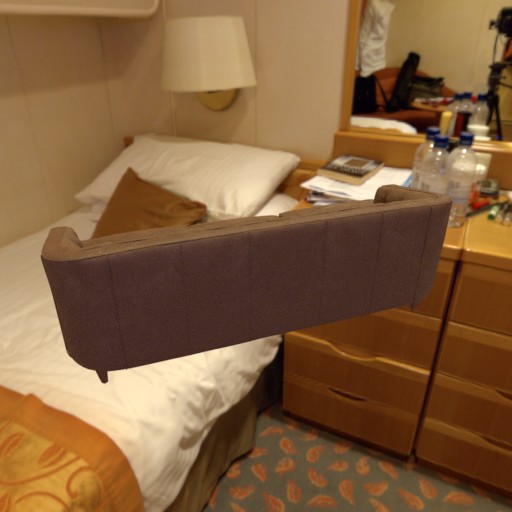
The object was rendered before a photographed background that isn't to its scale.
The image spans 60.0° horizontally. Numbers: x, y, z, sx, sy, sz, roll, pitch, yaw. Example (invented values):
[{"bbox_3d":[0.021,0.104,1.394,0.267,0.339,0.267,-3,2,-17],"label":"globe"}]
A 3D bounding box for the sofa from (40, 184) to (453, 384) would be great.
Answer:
[{"bbox_3d":[0.000,0.000,2.661,2.227,0.787,0.927,-10,29,-18],"label":"sofa"}]
